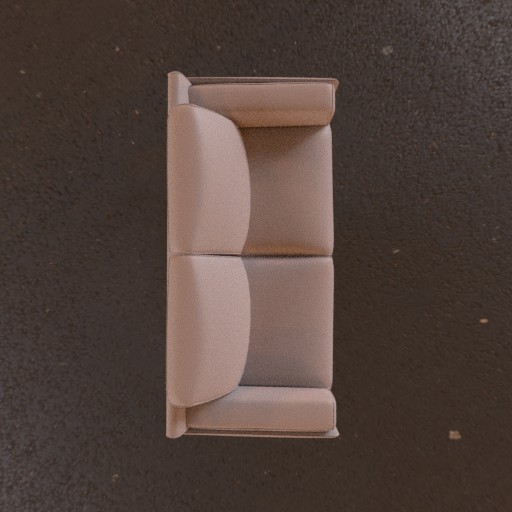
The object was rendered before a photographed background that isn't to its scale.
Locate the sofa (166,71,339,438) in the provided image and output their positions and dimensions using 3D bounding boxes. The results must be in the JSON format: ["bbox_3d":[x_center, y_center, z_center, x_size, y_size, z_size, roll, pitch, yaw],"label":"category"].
[{"bbox_3d":[0.000,0.000,2.674,1.049,0.930,2.101,0,89,0],"label":"sofa"}]
